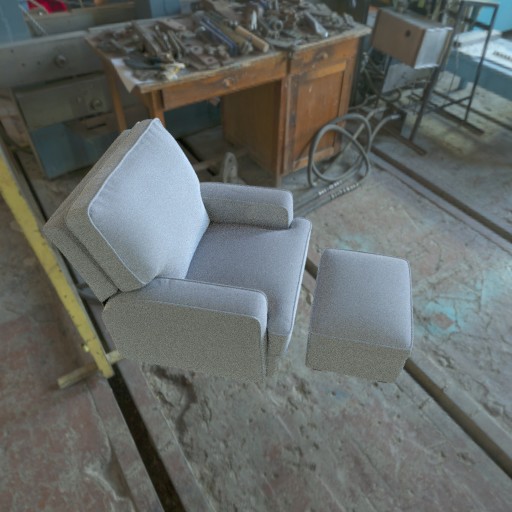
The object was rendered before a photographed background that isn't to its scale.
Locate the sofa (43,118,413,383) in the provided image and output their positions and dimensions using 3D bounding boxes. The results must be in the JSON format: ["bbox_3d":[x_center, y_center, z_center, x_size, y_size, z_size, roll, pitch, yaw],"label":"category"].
[{"bbox_3d":[0.000,0.000,2.045,1.472,0.959,0.861,9,46,9],"label":"sofa"}]
